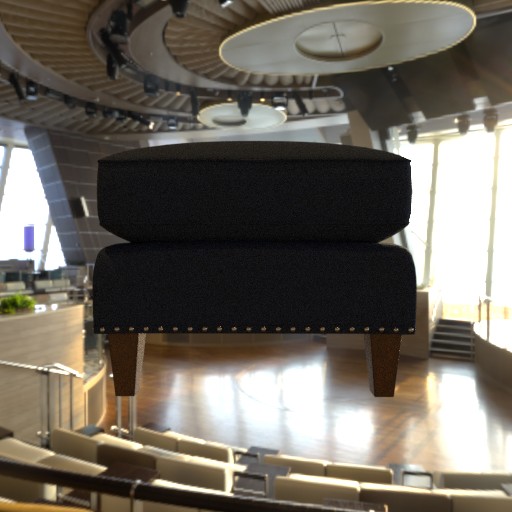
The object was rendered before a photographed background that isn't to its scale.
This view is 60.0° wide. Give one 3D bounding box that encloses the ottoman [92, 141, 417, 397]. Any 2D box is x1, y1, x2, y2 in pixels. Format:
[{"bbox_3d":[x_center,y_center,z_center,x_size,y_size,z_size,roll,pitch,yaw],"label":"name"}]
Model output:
[{"bbox_3d":[0.000,0.000,1.148,0.584,0.513,0.741,0,0,1],"label":"ottoman"}]
